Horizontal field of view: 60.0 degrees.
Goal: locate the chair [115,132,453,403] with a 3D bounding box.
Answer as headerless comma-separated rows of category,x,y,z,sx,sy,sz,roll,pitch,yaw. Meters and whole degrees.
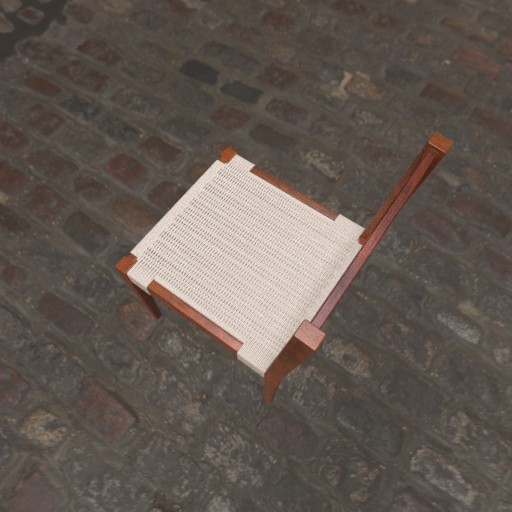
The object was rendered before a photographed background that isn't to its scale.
chair,0.000,0.000,1.201,0.569,0.851,0.495,33,68,15
